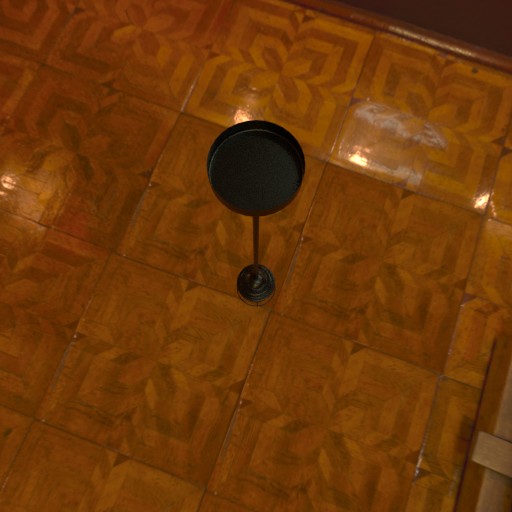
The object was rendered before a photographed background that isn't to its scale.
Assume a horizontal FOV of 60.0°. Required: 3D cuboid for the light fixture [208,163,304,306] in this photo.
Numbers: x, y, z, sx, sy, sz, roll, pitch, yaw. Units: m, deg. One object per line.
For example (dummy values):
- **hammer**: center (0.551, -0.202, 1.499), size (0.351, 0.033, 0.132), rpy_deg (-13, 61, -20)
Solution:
- **light fixture**: center (0.000, 0.000, 0.998), size (0.123, 0.920, 0.123), rpy_deg (22, 77, 6)
